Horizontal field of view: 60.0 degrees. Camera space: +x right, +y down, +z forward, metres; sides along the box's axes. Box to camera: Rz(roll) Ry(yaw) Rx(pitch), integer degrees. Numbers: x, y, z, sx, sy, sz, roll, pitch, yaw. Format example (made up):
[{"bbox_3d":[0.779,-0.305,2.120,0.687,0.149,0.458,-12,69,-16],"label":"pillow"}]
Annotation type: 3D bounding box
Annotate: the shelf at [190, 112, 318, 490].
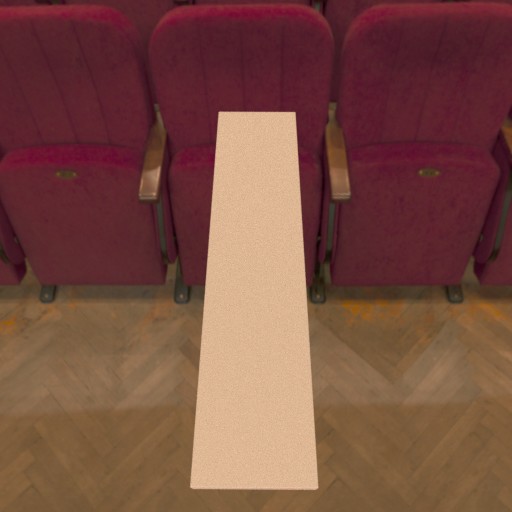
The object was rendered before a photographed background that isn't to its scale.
[{"bbox_3d":[0.000,0.000,0.654,0.140,0.020,0.610,0,58,0],"label":"shelf"}]
